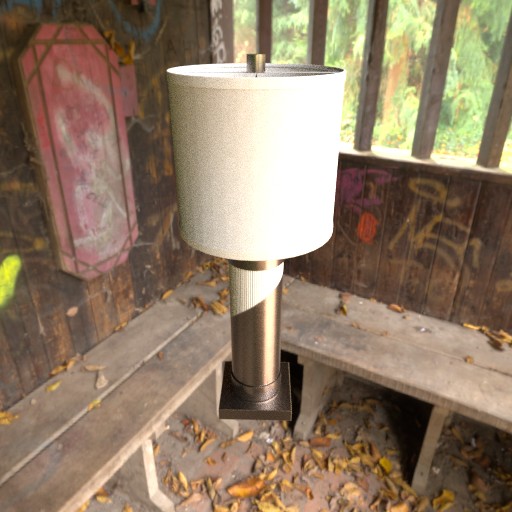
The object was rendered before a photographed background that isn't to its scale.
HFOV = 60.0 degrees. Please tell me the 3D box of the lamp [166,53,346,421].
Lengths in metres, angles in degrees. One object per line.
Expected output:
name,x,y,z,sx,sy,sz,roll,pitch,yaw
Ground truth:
lamp,0.000,0.000,0.614,0.202,0.509,0.202,1,27,1
